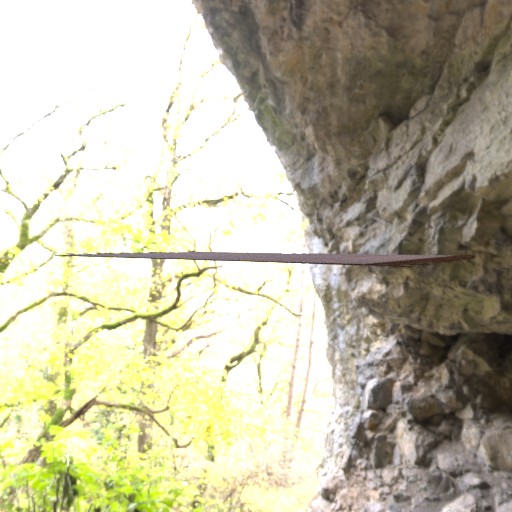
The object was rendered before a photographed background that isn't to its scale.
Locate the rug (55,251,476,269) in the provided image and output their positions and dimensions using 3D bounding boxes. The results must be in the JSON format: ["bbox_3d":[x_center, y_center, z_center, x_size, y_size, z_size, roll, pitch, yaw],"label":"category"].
[{"bbox_3d":[0.000,0.000,2.485,2.085,0.027,1.224,1,2,37],"label":"rug"}]
